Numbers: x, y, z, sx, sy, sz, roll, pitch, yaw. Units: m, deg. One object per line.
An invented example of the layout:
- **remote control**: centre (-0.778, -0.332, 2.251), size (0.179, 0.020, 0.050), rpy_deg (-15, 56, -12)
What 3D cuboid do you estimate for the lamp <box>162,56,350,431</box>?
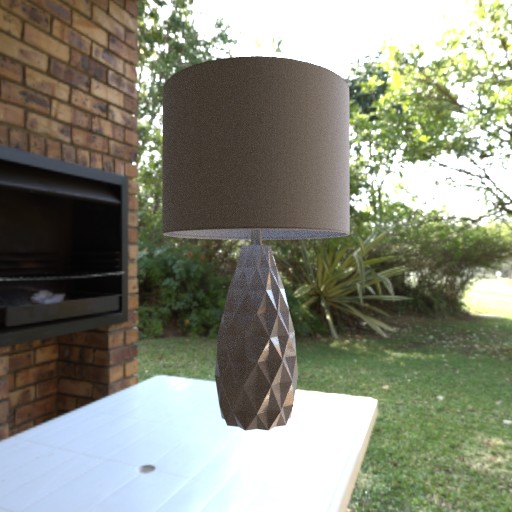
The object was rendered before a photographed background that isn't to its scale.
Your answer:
- **lamp**: centre (0.000, 0.000, 0.717), size (0.297, 0.522, 0.297), rpy_deg (0, -1, 0)
